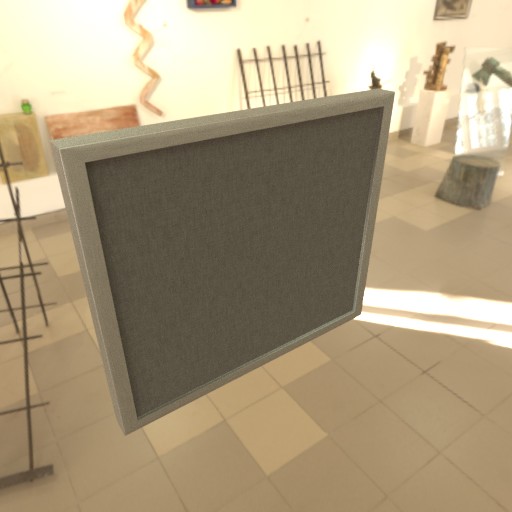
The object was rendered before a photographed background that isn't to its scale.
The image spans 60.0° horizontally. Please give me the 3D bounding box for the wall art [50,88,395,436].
[{"bbox_3d":[0.000,0.000,0.518,0.380,0.330,0.028,-20,36,-30],"label":"wall art"}]
